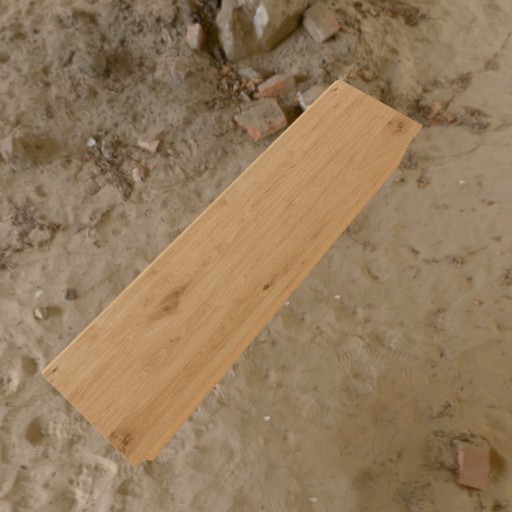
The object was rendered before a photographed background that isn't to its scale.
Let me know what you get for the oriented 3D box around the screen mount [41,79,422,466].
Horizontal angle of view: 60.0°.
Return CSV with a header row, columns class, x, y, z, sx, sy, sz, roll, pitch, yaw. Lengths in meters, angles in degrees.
class,x,y,z,sx,sy,sz,roll,pitch,yaw
screen mount,0.000,0.000,1.862,0.450,0.430,1.700,36,70,16
